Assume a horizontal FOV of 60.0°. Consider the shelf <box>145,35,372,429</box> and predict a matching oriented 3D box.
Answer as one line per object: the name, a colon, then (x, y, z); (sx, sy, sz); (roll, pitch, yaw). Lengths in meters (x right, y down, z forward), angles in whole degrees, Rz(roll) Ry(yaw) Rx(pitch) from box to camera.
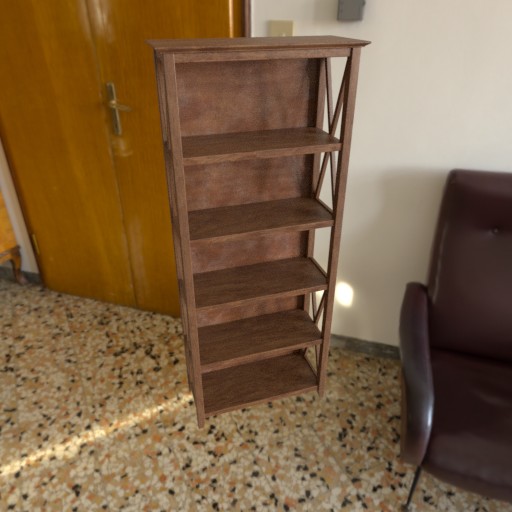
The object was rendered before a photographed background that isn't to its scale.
shelf: (0.000, 0.000, 2.173); (0.805, 1.905, 0.335); (-9, 31, -15)
